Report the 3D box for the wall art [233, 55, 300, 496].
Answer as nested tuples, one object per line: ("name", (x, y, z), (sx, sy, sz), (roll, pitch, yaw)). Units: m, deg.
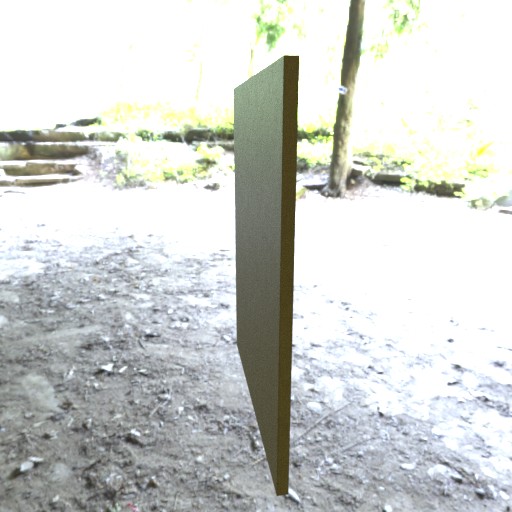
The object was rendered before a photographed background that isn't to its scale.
("wall art", (0.000, 0.000, 1.332), (0.030, 1.002, 0.798), (-3, 17, -9))
